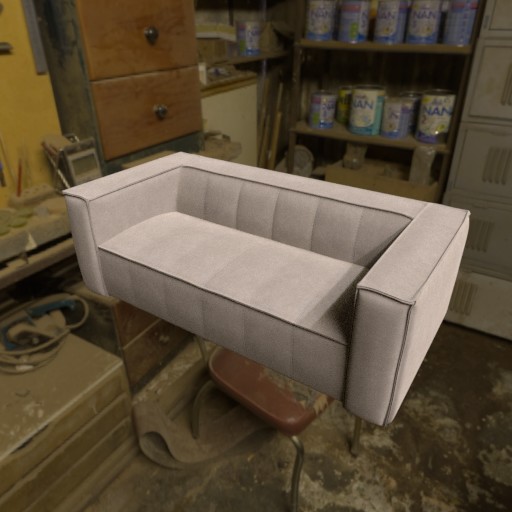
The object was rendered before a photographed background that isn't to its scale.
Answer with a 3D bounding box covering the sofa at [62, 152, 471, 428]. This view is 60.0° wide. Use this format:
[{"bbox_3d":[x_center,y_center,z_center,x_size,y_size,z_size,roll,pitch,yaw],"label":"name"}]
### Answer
[{"bbox_3d":[0.000,0.000,2.503,1.995,0.680,1.038,18,33,29],"label":"sofa"}]
